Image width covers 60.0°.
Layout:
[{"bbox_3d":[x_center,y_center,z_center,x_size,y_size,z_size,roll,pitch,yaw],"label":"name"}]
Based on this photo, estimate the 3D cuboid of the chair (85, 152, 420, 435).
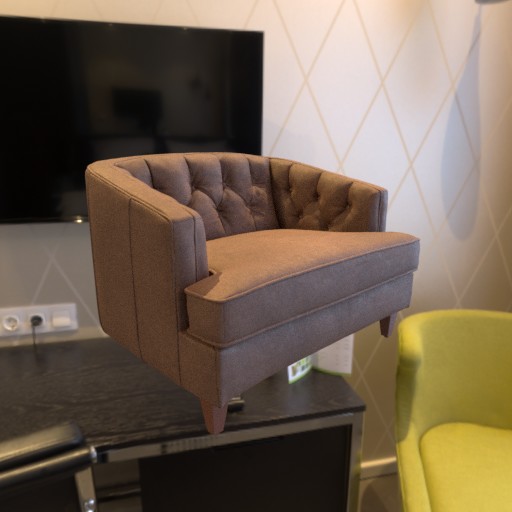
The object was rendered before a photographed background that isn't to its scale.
[{"bbox_3d":[0.000,0.000,1.770,1.118,0.787,0.914,-14,20,-42],"label":"chair"}]
